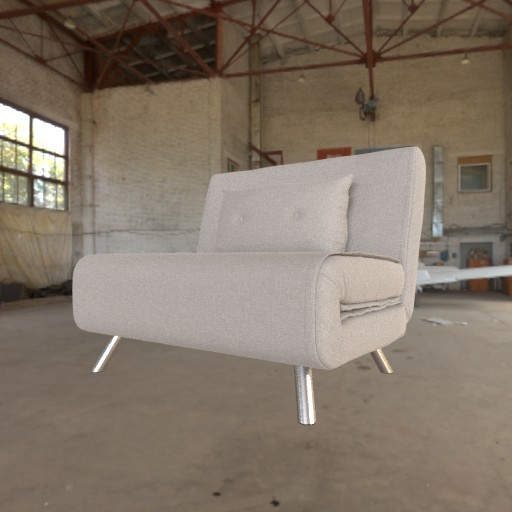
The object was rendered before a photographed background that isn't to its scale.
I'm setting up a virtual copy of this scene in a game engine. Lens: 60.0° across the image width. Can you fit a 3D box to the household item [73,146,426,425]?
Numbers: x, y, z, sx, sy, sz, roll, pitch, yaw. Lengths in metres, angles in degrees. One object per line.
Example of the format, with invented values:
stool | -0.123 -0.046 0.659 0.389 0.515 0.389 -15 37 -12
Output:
household item | 0.000 0.000 1.610 1.000 0.800 0.874 0 0 35
